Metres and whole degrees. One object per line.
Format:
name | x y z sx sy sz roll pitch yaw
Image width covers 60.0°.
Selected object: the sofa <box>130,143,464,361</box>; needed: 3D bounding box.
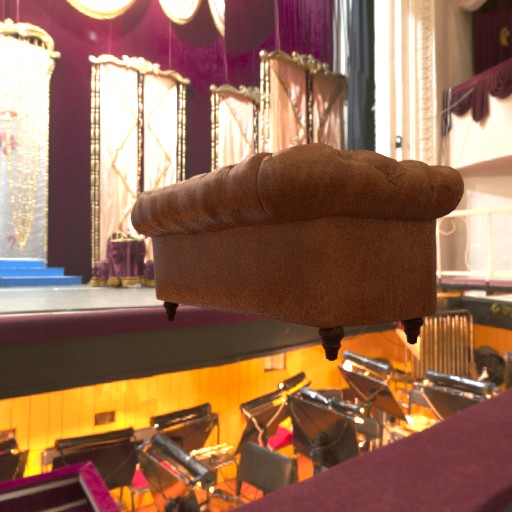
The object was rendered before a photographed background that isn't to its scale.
sofa | 0.000 0.000 2.550 1.042 0.877 1.979 1 -1 -36
